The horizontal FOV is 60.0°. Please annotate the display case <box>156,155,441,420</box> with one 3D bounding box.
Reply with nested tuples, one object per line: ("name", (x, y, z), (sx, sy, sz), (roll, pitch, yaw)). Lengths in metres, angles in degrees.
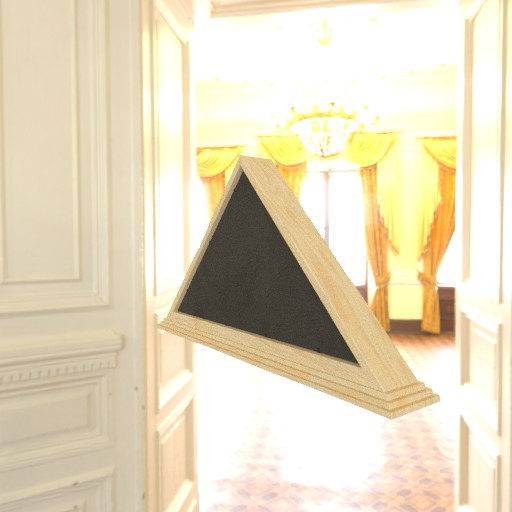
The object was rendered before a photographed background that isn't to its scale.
("display case", (0.000, 0.000, 0.768), (0.095, 0.340, 0.640), (-1, 2, -36))
